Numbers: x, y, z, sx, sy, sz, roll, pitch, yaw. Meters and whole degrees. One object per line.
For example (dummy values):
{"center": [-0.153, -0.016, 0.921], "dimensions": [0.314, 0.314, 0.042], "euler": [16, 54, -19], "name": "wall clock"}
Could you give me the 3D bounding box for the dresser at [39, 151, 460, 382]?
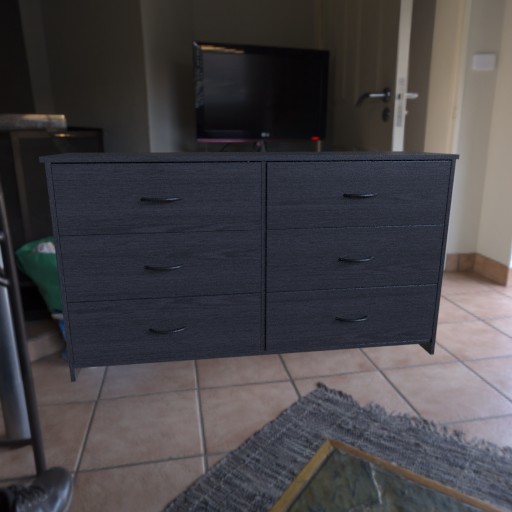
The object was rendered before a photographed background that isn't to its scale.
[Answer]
{"center": [0.000, 0.000, 1.678], "dimensions": [1.360, 0.755, 0.401], "euler": [-2, 15, -8], "name": "dresser"}
